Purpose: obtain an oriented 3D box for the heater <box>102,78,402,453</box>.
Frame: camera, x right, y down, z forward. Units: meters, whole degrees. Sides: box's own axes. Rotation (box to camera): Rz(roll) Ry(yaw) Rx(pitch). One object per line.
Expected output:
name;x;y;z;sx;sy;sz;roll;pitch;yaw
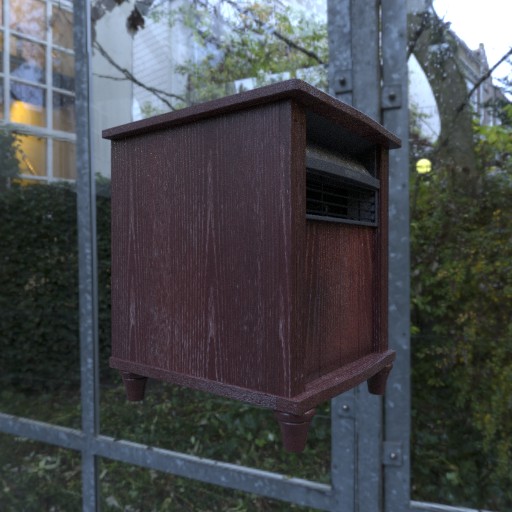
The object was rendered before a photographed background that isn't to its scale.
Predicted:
heater;0.000;0.000;0.763;0.400;0.481;0.362;0;1;37
